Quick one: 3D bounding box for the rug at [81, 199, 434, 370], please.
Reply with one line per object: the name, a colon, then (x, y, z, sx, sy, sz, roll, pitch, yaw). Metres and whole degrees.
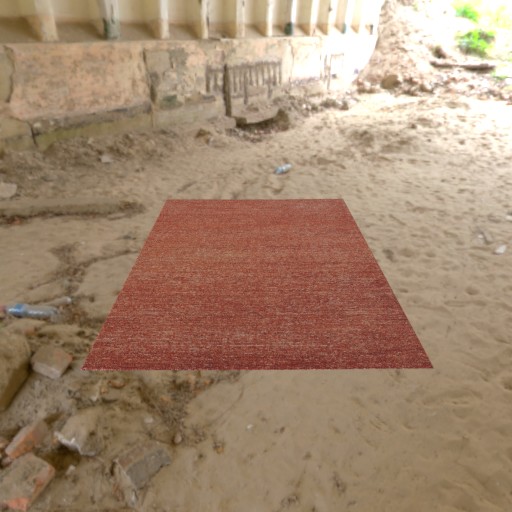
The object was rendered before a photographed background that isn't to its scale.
rug: (0.000, 0.000, 5.275, 2.803, 0.025, 3.965, 0, 27, 0)
